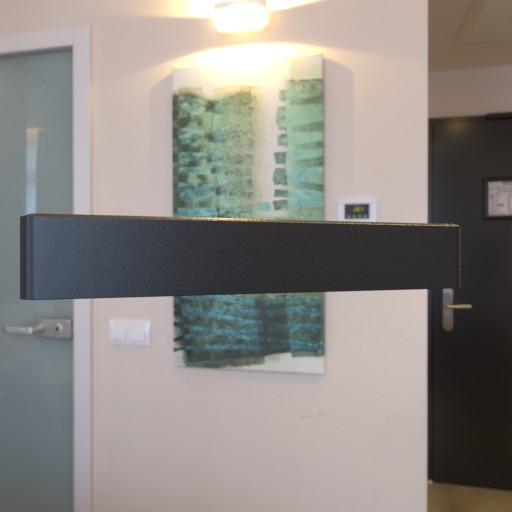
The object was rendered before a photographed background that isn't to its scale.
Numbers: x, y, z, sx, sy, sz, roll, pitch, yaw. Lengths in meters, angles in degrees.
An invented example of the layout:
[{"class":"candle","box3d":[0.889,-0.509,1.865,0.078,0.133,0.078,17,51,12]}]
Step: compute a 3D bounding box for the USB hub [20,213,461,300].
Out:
[{"class":"USB hub","box3d":[0.000,0.000,0.158,0.145,0.023,0.044,0,0,-18]}]
